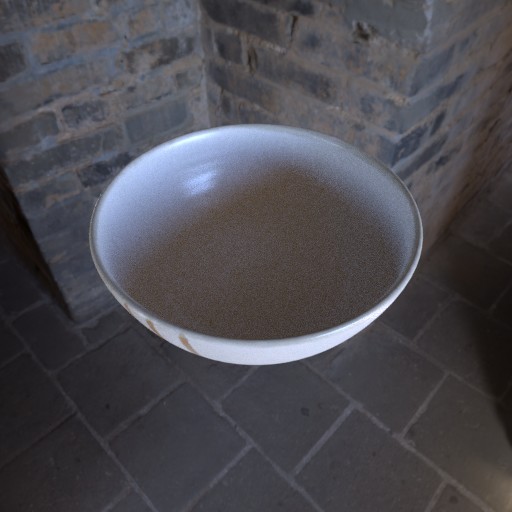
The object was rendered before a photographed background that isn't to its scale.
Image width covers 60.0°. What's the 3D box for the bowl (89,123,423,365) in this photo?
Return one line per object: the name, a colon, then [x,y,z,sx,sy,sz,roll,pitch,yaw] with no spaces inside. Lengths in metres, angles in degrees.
bowl: [0.000,0.000,0.410,0.268,0.121,0.268,0,46,0]
